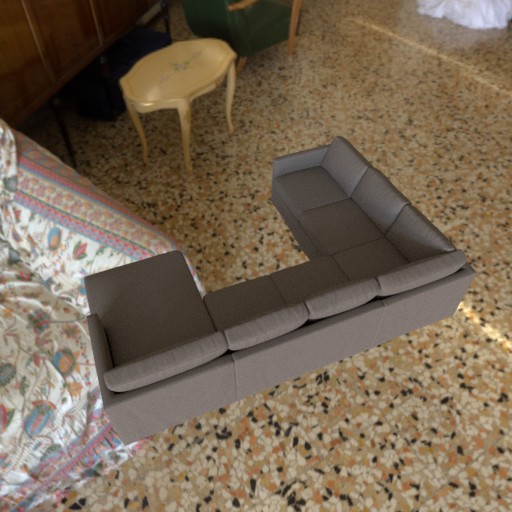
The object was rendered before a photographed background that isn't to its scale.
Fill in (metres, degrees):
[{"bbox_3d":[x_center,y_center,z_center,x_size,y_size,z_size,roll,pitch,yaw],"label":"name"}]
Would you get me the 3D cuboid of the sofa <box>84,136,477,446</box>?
[{"bbox_3d":[0.000,0.000,4.594,3.460,0.882,2.427,-17,49,-15],"label":"sofa"}]
